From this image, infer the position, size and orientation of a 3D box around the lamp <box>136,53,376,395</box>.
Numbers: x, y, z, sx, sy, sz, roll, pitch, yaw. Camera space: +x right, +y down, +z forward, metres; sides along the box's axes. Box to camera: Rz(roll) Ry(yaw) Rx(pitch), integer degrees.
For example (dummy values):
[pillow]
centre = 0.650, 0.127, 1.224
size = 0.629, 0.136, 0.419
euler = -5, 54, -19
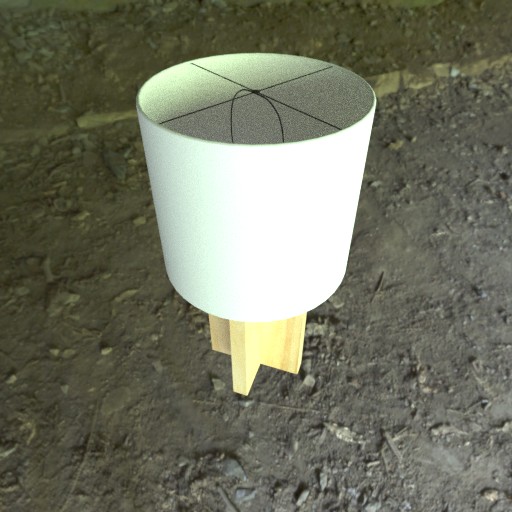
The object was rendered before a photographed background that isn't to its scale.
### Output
[lamp]
centre = 0.000, 0.000, 0.570
size = 0.229, 0.428, 0.229
euler = 13, 43, 14
